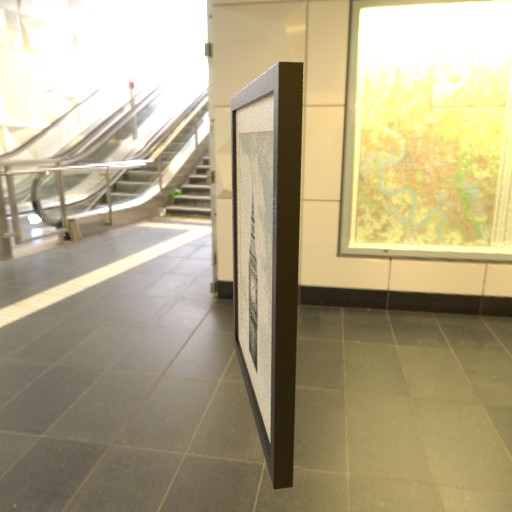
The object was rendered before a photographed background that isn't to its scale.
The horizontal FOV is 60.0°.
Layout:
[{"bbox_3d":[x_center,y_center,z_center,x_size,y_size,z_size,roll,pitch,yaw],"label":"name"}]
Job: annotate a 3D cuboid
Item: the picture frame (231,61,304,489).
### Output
[{"bbox_3d":[0.000,0.000,0.772,0.028,0.556,0.460,-3,15,-9],"label":"picture frame"}]
